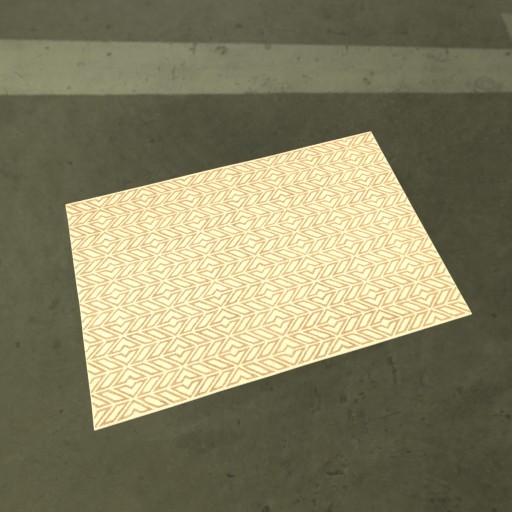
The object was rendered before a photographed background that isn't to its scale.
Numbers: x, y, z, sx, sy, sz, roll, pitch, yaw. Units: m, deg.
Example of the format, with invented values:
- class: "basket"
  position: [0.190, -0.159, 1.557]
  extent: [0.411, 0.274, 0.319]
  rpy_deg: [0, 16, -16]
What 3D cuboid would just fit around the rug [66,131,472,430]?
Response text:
- class: "rug"
  position: [0.000, 0.000, 2.302]
  extent: [1.828, 0.007, 1.220]
  rpy_deg: [-15, 64, -8]
